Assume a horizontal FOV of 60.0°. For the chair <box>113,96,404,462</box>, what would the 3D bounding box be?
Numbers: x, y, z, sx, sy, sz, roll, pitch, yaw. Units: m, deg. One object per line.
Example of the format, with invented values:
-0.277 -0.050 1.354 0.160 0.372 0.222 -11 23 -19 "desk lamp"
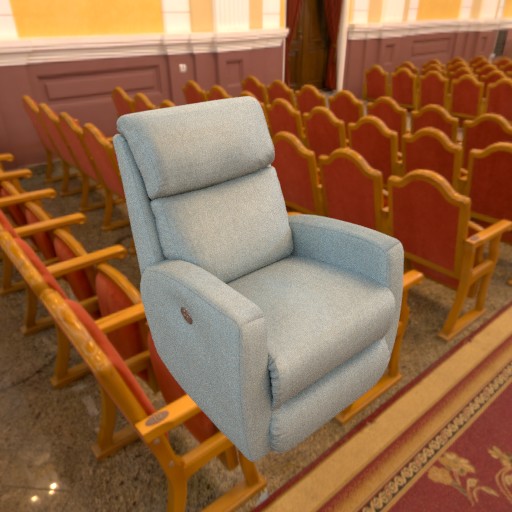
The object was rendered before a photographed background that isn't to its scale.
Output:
0.000 0.000 1.680 0.794 1.016 0.940 -22 37 -34 "chair"
